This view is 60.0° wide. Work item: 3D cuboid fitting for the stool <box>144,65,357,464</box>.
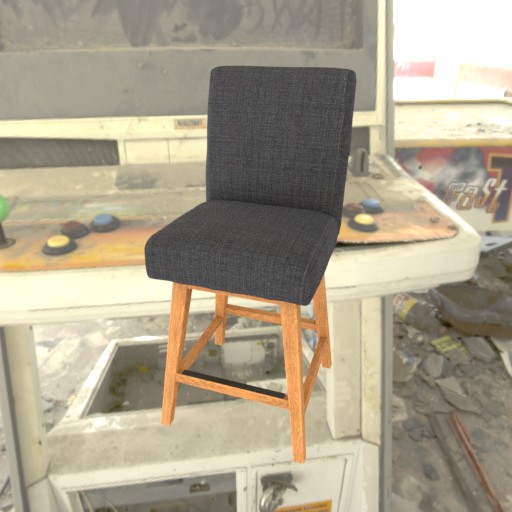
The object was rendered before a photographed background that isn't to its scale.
[{"bbox_3d":[0.000,0.000,1.314,0.459,1.010,0.526,9,28,17],"label":"stool"}]
